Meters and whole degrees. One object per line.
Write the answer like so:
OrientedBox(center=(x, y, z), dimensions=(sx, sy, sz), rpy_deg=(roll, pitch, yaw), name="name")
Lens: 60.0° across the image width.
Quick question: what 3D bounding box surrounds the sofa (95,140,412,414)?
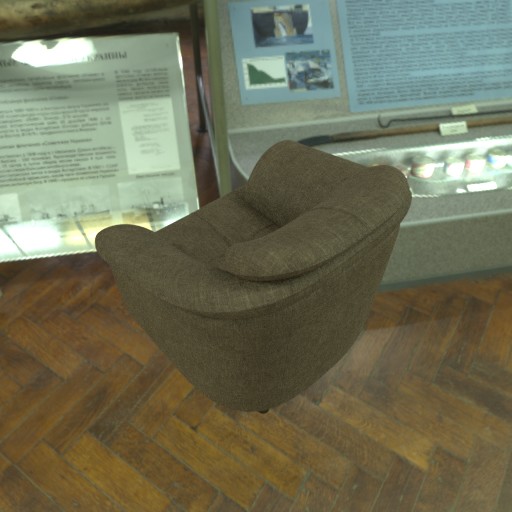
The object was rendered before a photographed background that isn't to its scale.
OrientedBox(center=(0.000, 0.000, 1.514), dimensions=(0.870, 0.811, 0.794), rpy_deg=(-32, 54, -28), name="sofa")
